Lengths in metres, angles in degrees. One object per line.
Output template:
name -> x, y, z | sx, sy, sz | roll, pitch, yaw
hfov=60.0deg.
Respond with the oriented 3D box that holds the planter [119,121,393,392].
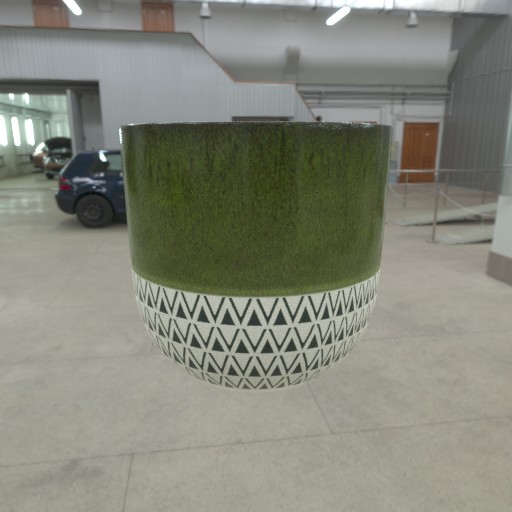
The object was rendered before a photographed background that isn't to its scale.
planter -> 0.000, 0.000, 0.482 | 0.266, 0.270, 0.266 | 0, 15, 0
